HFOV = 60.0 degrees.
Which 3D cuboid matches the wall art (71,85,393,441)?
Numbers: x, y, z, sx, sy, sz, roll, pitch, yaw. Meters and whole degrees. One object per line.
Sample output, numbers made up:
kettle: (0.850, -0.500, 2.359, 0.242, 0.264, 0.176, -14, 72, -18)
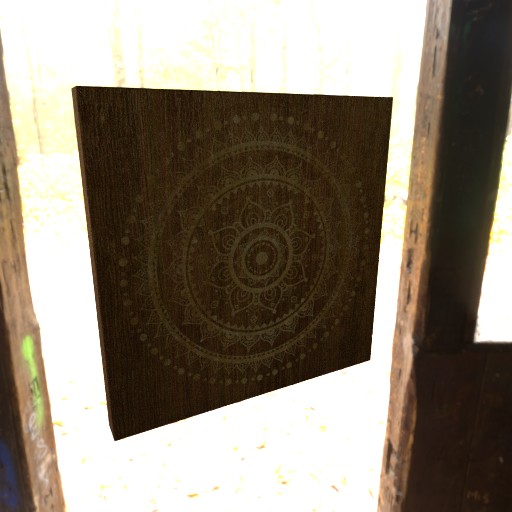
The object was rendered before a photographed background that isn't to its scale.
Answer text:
wall art: (0.000, 0.000, 0.582, 0.406, 0.403, 0.039, -9, 19, -27)
